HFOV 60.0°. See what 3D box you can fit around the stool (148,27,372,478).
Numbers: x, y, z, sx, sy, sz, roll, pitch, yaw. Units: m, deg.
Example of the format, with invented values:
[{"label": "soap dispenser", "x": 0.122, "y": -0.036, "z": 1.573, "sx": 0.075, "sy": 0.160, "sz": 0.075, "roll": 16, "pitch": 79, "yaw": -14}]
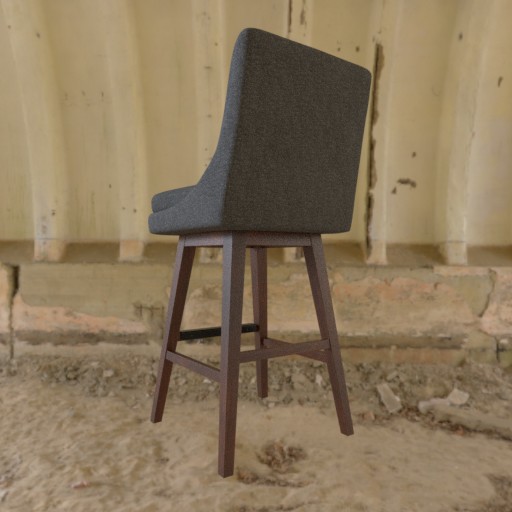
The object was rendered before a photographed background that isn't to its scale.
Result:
[{"label": "stool", "x": 0.000, "y": 0.000, "z": 1.355, "sx": 0.489, "sy": 1.068, "sz": 0.572, "roll": 0, "pitch": 0, "yaw": -36}]
